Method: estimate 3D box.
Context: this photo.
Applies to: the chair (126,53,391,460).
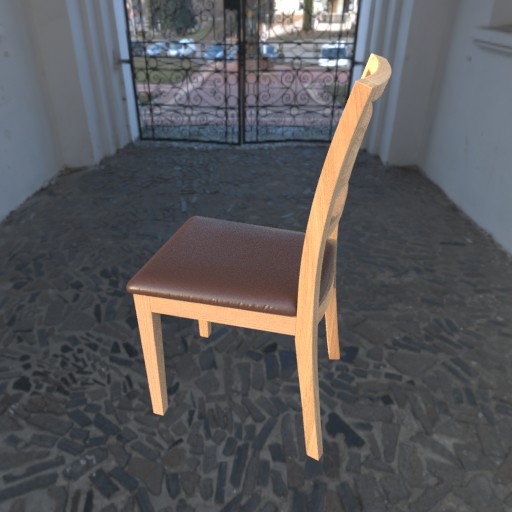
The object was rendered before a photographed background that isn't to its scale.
[{"bbox_3d":[0.000,0.000,1.156,0.545,0.940,0.420,8,32,14],"label":"chair"}]
